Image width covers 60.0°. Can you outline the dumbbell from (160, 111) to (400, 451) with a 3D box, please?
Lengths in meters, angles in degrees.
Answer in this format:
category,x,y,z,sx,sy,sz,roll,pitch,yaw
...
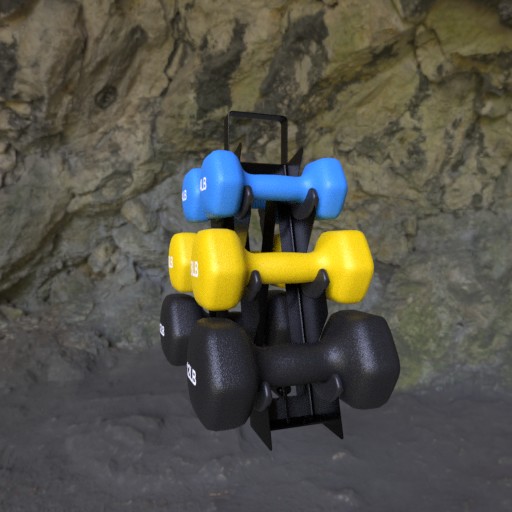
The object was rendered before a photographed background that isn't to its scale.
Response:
category,x,y,z,sx,sy,sz,roll,pitch,yaw
dumbbell,0.000,0.000,0.678,0.255,0.426,0.409,-1,2,-19
